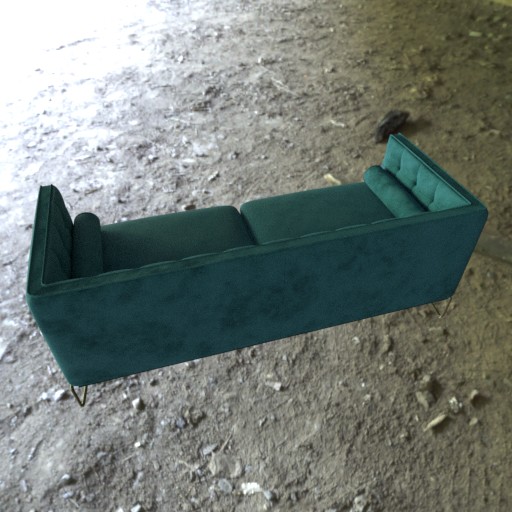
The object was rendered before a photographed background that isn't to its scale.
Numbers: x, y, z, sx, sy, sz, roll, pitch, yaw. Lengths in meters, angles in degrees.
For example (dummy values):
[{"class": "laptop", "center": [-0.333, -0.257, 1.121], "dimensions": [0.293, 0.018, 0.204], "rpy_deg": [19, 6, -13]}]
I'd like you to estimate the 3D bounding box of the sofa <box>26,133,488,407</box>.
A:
[{"class": "sofa", "center": [0.000, 0.000, 2.415], "dimensions": [2.087, 0.789, 0.867], "rpy_deg": [-11, 43, -12]}]
